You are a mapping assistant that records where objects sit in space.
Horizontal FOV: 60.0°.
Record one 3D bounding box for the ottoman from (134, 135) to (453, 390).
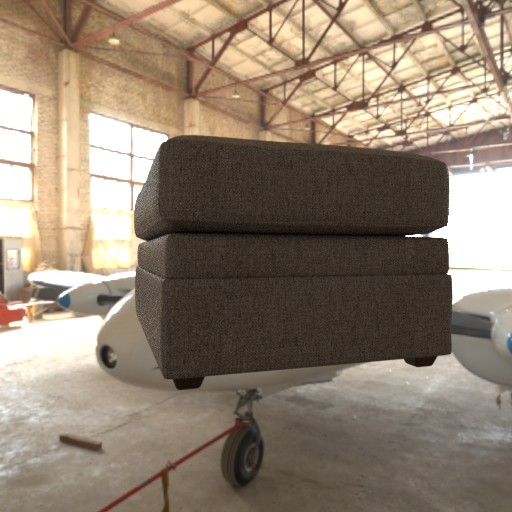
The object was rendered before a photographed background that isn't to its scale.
[{"bbox_3d":[0.000,0.000,1.248,0.637,0.478,0.885,0,0,-18],"label":"ottoman"}]
